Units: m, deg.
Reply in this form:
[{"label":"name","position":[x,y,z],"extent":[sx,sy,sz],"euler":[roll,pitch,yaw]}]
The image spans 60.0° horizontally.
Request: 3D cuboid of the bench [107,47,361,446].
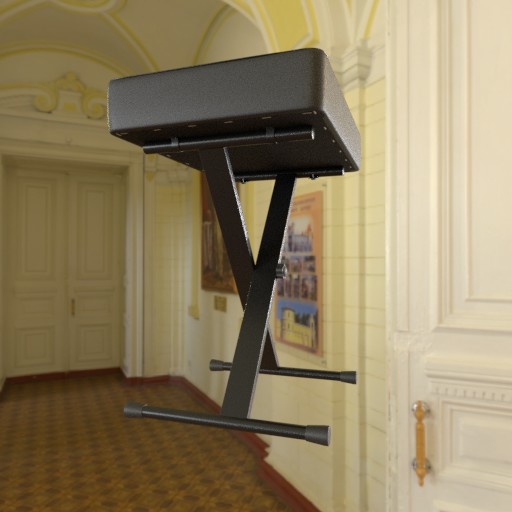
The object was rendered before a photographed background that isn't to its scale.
[{"label":"bench","position":[0.000,0.000,0.778],"extent":[0.321,0.500,0.424],"euler":[0,0,19]}]
